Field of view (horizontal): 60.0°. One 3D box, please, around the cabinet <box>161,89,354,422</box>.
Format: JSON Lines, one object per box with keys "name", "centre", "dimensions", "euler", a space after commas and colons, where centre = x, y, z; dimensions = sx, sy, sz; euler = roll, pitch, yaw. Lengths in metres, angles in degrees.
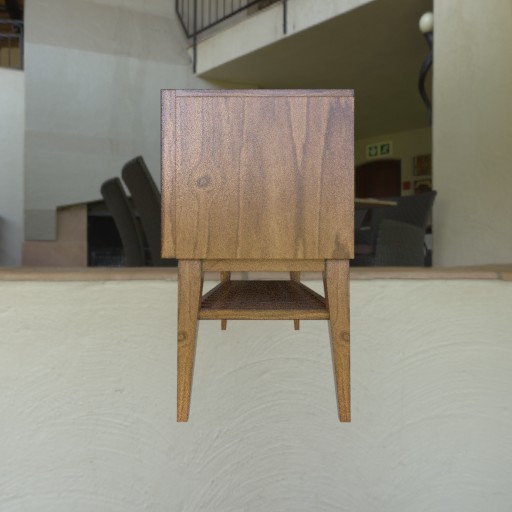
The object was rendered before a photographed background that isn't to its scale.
{"name": "cabinet", "centre": [0.000, 0.000, 1.744], "dimensions": [0.477, 0.802, 1.363], "euler": [0, 0, 0]}
